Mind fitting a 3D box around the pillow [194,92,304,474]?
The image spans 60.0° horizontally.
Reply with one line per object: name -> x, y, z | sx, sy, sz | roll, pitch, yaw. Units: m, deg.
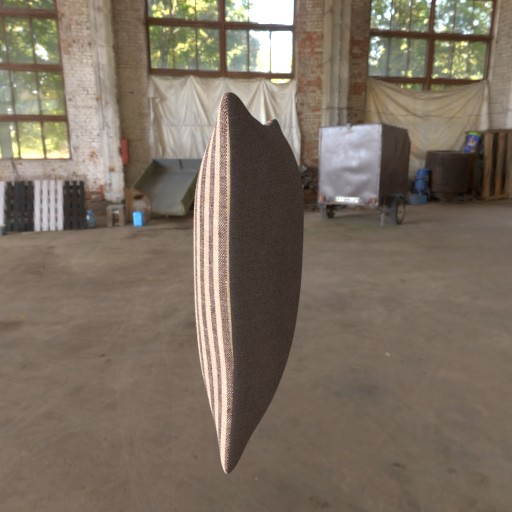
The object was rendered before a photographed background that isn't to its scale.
pillow -> 0.000, 0.000, 0.805 | 0.166, 0.506, 0.523 | 2, 14, 8
